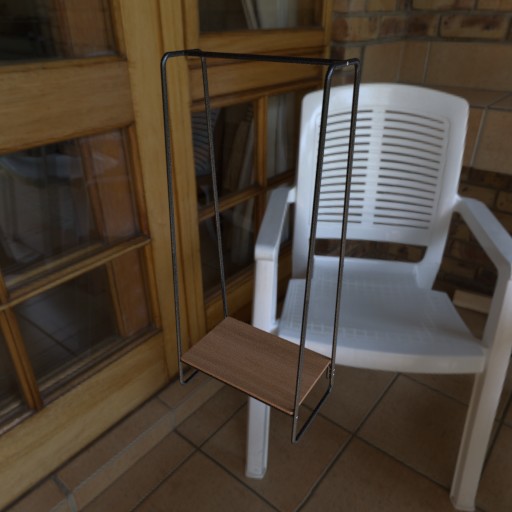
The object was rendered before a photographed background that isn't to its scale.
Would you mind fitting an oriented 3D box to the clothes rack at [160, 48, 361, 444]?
[{"bbox_3d":[0.000,0.000,1.806,0.640,1.500,0.400,18,34,28],"label":"clothes rack"}]
